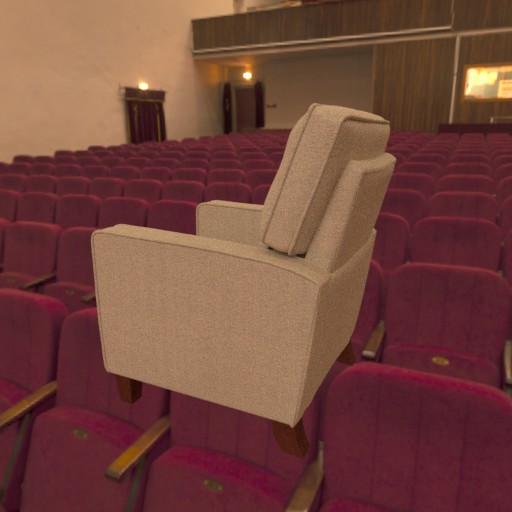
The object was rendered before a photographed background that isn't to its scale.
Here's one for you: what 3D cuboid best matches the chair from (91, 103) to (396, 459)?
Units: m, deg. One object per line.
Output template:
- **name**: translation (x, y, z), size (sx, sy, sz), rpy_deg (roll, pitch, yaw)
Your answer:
- **chair**: translation (0.000, 0.000, 1.405), size (0.754, 0.888, 0.648), rpy_deg (7, 17, 24)
